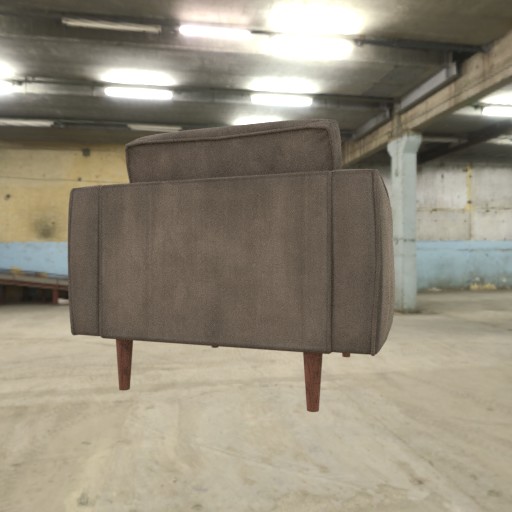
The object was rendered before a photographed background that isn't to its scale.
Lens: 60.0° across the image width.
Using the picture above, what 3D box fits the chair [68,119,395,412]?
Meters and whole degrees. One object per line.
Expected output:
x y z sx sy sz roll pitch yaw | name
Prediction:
0.000 0.000 1.548 0.928 0.773 0.843 0 0 19 | chair
